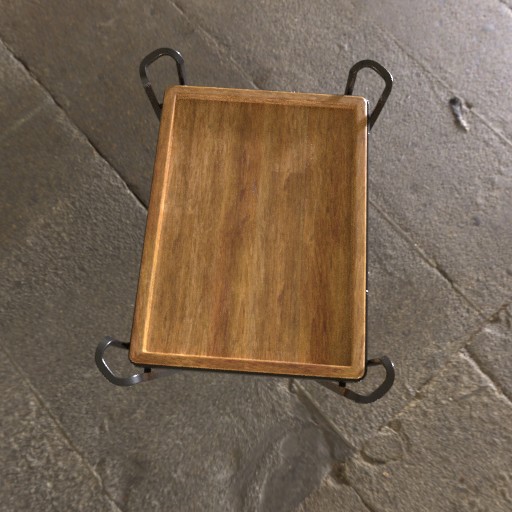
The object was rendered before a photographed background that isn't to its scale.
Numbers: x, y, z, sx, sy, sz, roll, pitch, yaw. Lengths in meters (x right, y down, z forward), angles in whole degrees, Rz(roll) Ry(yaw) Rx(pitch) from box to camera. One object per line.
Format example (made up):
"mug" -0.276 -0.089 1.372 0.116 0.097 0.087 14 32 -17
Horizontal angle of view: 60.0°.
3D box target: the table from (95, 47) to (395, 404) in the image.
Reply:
"table" 0.000 0.000 1.189 0.505 0.785 0.672 4 76 1
